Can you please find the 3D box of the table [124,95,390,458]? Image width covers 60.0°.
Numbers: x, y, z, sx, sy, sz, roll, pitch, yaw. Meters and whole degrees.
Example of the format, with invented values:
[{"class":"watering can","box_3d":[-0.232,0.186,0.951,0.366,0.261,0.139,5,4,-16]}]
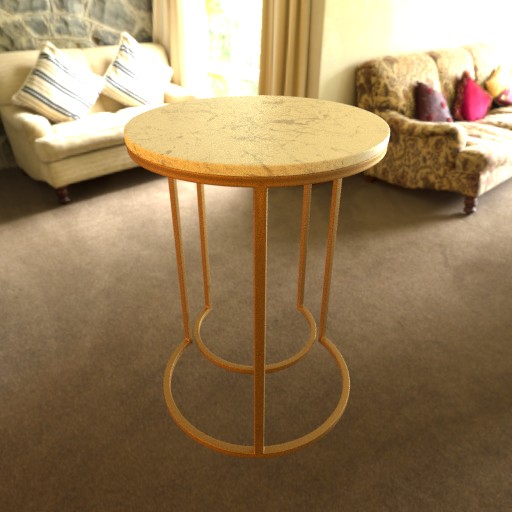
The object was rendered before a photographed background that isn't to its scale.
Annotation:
[{"class":"table","box_3d":[0.000,0.000,0.875,0.400,0.550,0.507,-1,31,-1]}]
